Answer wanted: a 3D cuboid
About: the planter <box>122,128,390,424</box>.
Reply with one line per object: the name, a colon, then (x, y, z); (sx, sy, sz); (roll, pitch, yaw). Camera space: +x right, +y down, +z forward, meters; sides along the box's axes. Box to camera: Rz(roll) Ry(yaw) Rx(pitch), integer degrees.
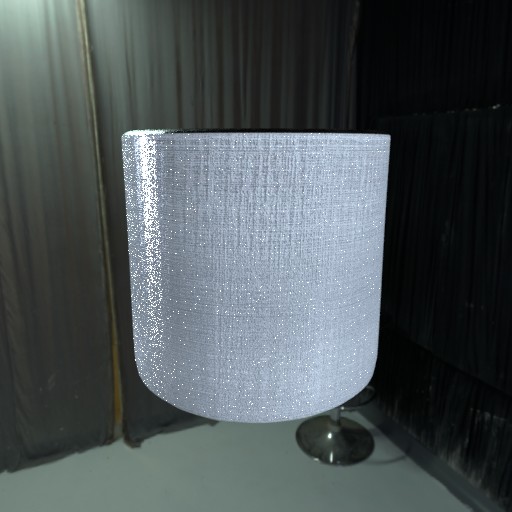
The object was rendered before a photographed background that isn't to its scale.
planter: (0.000, 0.000, 0.289); (0.160, 0.156, 0.160); (0, 14, 0)
